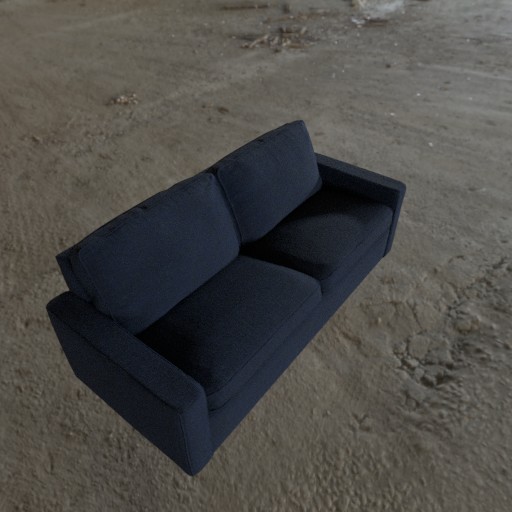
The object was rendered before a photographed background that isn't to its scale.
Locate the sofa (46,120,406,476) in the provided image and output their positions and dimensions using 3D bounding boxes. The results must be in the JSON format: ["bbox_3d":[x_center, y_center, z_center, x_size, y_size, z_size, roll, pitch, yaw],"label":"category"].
[{"bbox_3d":[0.000,0.000,2.540,0.940,0.919,2.080,27,47,28],"label":"sofa"}]
